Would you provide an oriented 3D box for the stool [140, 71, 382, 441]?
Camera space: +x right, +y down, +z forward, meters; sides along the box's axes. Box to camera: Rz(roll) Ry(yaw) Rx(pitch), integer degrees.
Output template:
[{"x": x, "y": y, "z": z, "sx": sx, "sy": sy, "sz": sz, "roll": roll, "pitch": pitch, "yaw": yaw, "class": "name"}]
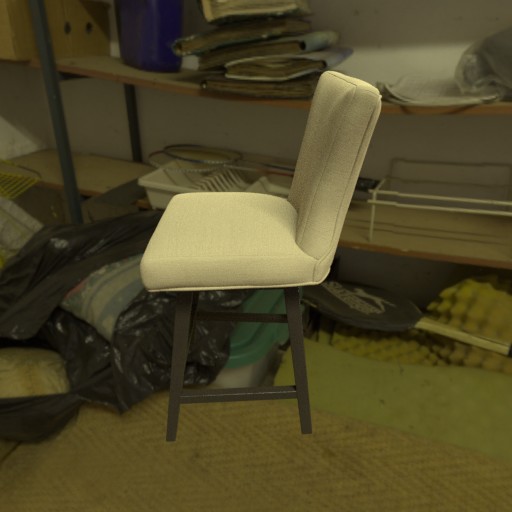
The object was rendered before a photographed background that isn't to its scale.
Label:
[{"x": 0.000, "y": 0.000, "z": 1.331, "sx": 0.574, "sy": 1.000, "sz": 0.514, "roll": 0, "pitch": 26, "yaw": 0, "class": "stool"}]
